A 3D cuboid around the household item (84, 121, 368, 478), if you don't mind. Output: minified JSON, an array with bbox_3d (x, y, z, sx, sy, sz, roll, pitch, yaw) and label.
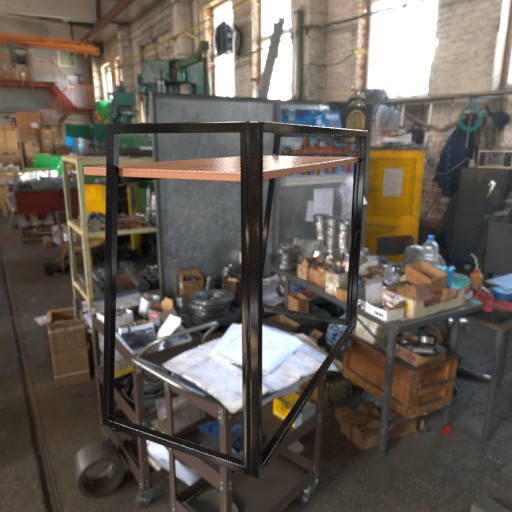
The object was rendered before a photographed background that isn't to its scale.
[{"bbox_3d":[0.000,0.000,1.557,0.510,0.860,1.050,7,16,24],"label":"household item"}]
